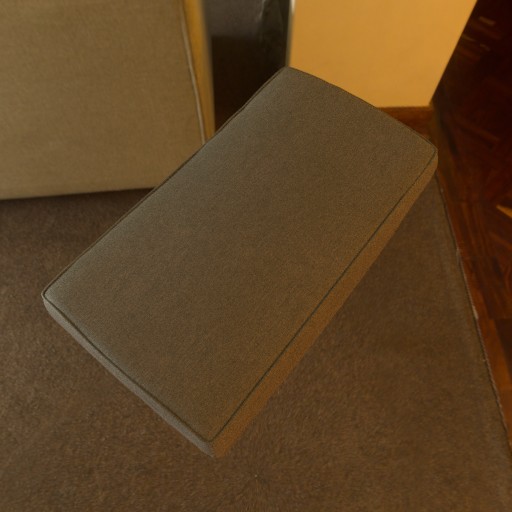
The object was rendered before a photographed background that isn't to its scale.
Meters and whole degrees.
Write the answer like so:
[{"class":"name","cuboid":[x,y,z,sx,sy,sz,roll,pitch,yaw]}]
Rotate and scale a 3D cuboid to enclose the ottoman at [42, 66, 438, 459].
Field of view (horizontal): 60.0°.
[{"class":"ottoman","cuboid":[0.000,0.000,1.130,0.490,0.448,0.864,35,69,16]}]
